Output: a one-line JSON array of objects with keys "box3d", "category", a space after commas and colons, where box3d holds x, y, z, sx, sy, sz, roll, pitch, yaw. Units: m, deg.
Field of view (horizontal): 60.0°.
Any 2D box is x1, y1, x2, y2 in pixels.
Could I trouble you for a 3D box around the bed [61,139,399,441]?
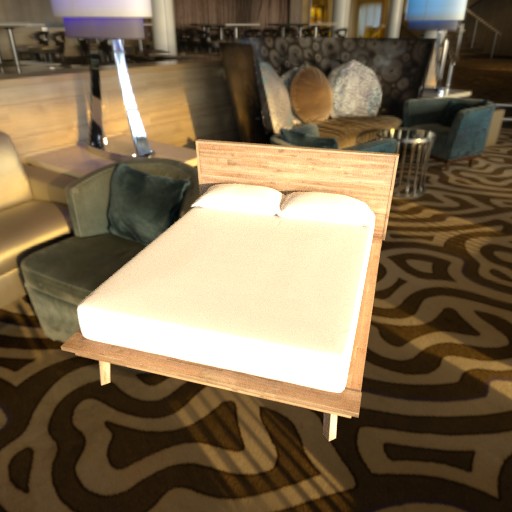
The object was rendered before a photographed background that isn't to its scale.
[{"box3d": [0.000, 0.000, 3.152, 1.759, 1.071, 2.145, 8, 29, 15], "category": "bed"}]
